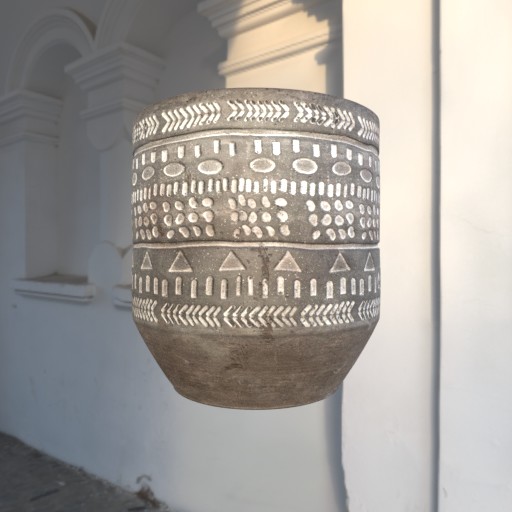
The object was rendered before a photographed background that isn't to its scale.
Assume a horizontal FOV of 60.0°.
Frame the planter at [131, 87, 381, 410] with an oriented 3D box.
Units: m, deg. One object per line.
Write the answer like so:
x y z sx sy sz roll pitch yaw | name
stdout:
0.000 0.000 0.225 0.122 0.128 0.122 0 1 0 | planter
